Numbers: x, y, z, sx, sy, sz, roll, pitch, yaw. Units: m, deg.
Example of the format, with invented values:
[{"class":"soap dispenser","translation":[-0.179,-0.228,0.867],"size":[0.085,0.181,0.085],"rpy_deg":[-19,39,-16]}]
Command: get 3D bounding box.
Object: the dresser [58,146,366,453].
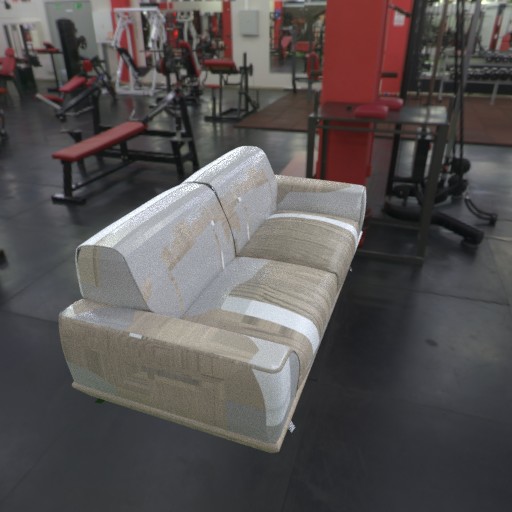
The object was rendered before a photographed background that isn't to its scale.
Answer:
[{"class":"dresser","translation":[0.000,0.000,5.747],"size":[2.251,1.863,4.679],"rpy_deg":[10,30,18]}]
